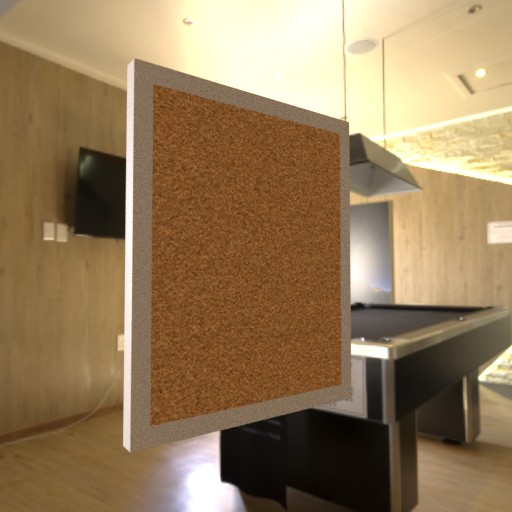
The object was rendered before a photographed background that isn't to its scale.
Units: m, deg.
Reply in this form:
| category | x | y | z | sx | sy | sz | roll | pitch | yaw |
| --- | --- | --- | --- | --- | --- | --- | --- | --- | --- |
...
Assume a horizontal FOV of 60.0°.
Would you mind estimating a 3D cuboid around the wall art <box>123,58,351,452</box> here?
| category | x | y | z | sx | sy | sz | roll | pitch | yaw |
| --- | --- | --- | --- | --- | --- | --- | --- | --- | --- |
| wall art | 0.000 | 0.000 | 0.769 | 0.454 | 0.556 | 0.028 | 2 | -3 | -37 |
